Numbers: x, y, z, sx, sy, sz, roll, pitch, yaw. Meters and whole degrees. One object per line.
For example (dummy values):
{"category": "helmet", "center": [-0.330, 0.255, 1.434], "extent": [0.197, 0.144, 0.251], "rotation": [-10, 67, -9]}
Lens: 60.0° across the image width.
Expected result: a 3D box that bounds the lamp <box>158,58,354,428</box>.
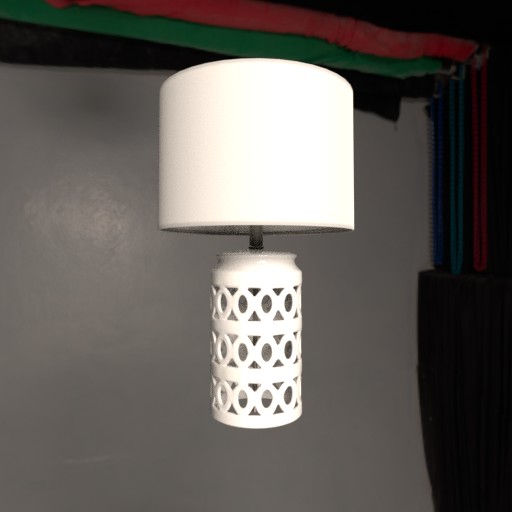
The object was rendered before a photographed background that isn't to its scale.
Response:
{"category": "lamp", "center": [0.000, 0.000, 0.716], "extent": [0.310, 0.502, 0.310], "rotation": [0, 0, 0]}
